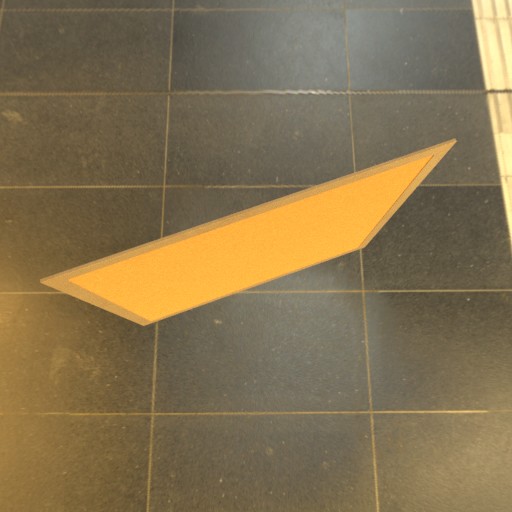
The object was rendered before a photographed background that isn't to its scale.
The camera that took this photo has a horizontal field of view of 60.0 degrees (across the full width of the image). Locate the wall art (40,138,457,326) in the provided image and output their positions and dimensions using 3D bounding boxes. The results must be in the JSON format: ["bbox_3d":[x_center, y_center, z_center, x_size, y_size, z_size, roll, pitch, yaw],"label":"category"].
[{"bbox_3d":[0.000,0.000,1.690,1.168,1.067,0.025,-19,76,-5],"label":"wall art"}]
